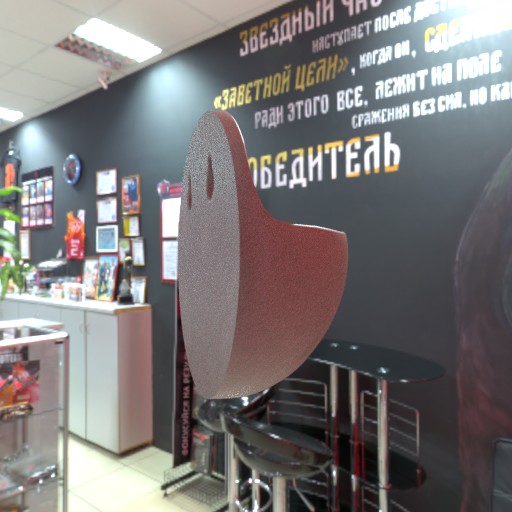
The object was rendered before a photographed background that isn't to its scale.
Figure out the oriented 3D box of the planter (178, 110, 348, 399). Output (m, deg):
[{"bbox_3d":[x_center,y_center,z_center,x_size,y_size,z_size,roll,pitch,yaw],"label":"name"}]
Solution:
[{"bbox_3d":[0.000,0.000,0.276,0.073,0.164,0.190,0,0,-18],"label":"planter"}]
